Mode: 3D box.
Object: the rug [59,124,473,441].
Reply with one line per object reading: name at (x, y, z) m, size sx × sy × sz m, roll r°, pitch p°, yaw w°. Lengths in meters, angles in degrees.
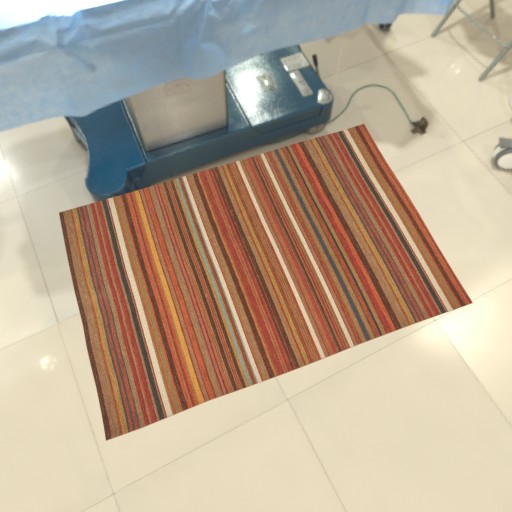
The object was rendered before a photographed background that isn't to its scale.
rug at (0.000, 0.000, 2.284) m, size 1.828 × 0.007 × 1.217 m, roll -18°, pitch 66°, yaw -9°
